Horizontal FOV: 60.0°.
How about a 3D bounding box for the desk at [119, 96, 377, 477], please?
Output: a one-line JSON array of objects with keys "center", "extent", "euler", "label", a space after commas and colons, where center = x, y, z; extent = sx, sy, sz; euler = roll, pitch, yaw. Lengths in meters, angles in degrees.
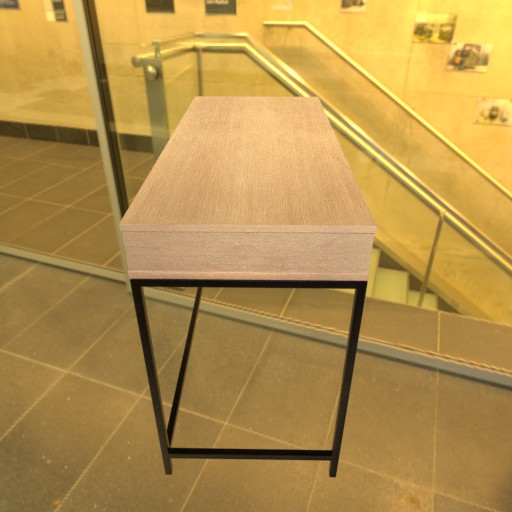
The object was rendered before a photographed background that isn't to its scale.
[{"center": [0.000, 0.000, 1.417], "extent": [0.470, 0.762, 1.016], "euler": [1, 32, 1], "label": "desk"}]
